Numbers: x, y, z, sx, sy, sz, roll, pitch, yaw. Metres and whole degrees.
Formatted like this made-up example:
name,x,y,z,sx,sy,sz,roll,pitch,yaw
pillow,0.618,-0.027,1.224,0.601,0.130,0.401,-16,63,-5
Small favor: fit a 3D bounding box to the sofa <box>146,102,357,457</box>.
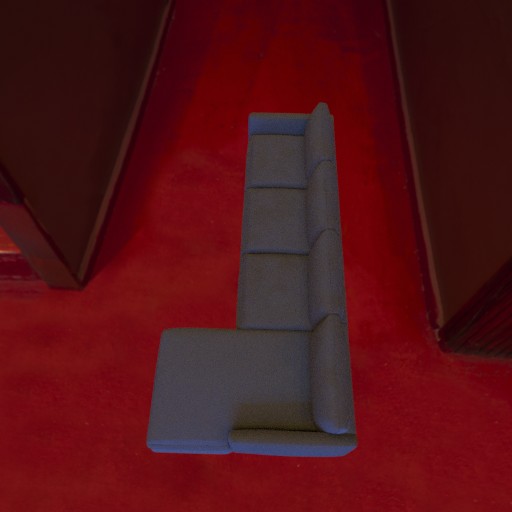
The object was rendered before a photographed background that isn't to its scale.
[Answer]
name,x,y,z,sx,sy,sz,roll,pitch,yaw
sofa,0.000,0.000,3.339,1.255,0.756,2.725,2,60,1
